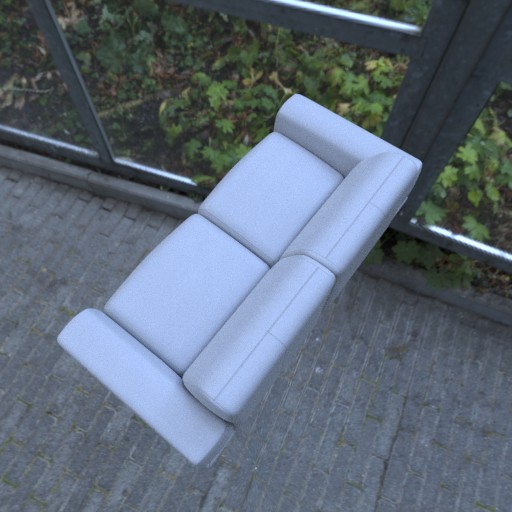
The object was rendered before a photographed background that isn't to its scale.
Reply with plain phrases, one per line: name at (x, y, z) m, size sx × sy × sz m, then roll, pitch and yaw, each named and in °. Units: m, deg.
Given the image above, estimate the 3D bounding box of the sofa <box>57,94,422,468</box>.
sofa at (0.000, 0.000, 2.337) m, size 0.900 × 0.772 × 1.901 m, roll 35°, pitch 69°, yaw 15°
